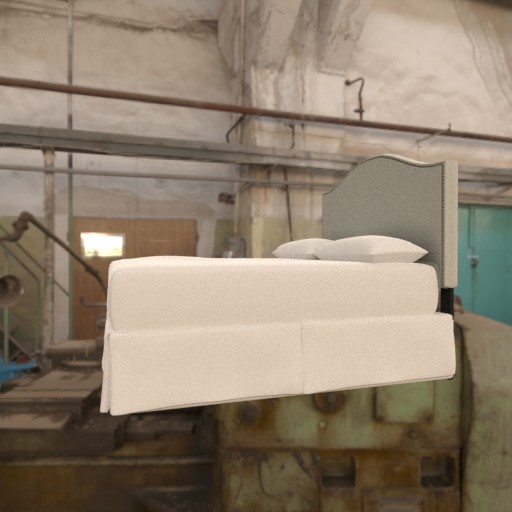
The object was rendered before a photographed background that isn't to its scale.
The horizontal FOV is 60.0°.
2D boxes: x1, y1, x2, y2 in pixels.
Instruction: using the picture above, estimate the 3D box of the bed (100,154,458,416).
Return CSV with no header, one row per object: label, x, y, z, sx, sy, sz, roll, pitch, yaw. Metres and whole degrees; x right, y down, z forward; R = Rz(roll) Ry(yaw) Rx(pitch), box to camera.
bed,0.000,0.000,3.315,2.180,1.607,1.813,0,1,-18
